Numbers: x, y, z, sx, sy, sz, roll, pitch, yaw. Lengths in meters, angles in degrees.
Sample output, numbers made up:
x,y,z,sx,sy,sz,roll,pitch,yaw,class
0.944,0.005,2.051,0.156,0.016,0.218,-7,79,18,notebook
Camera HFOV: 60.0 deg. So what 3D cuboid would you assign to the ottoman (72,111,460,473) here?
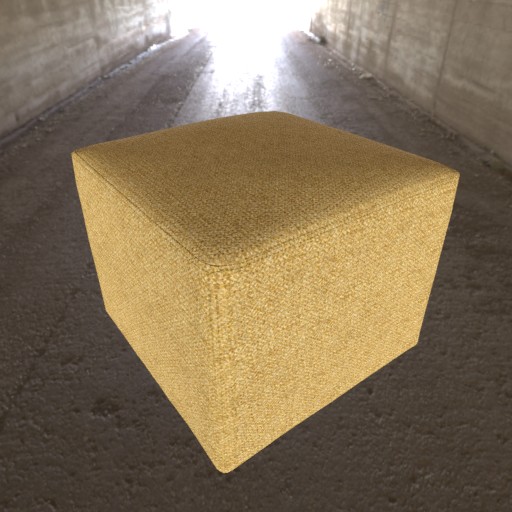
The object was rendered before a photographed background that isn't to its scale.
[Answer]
x,y,z,sx,sy,sz,roll,pitch,yaw,class
0.000,0.000,0.881,0.505,0.441,0.512,-22,38,-30,ottoman
